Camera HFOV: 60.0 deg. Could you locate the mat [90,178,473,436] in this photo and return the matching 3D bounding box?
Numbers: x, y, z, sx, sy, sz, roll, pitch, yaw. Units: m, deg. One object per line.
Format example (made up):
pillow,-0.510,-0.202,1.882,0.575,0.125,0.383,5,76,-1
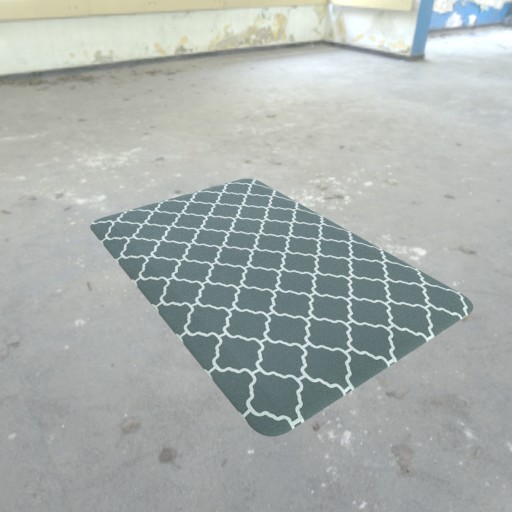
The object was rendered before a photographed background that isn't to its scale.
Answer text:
mat,0.000,0.000,0.973,0.508,0.021,0.762,-21,38,-29
